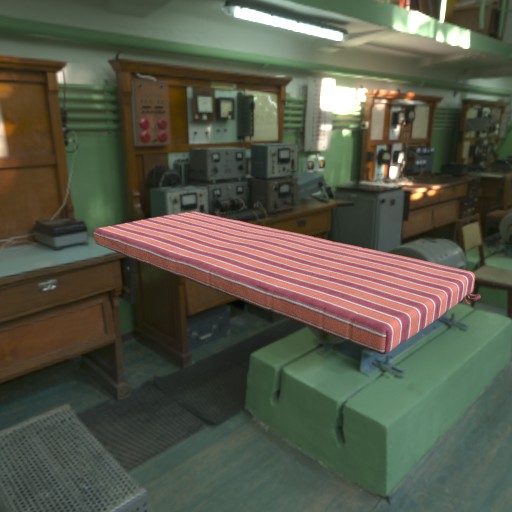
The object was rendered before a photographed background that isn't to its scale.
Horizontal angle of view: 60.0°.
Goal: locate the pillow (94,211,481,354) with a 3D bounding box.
[{"bbox_3d":[0.000,0.000,1.355,1.187,0.081,0.492,16,23,42],"label":"pillow"}]
